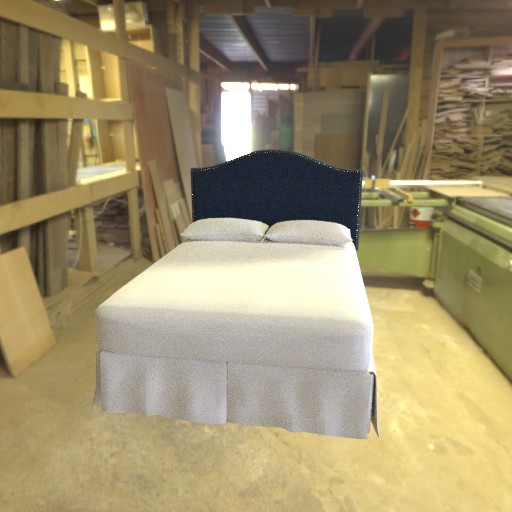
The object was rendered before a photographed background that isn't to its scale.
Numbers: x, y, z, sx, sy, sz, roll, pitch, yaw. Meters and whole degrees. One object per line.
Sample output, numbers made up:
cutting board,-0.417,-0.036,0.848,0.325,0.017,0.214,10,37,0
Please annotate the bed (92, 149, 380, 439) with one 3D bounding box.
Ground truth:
bed,0.000,0.000,3.377,1.713,1.518,2.153,2,15,9
